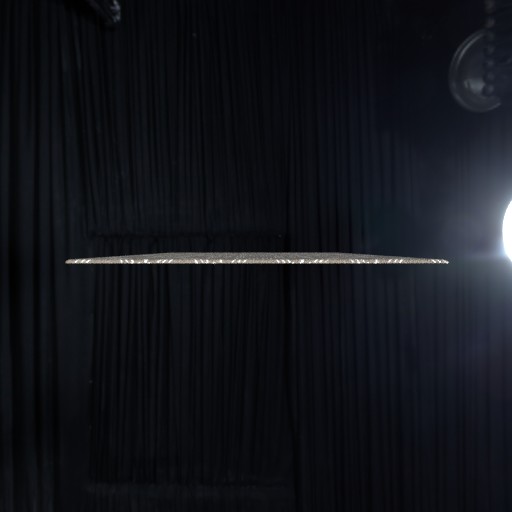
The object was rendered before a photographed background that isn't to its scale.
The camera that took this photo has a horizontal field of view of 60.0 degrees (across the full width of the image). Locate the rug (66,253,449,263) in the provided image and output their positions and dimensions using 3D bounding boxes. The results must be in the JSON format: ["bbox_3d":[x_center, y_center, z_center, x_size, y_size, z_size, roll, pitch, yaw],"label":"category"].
[{"bbox_3d":[0.000,0.000,2.343,1.239,0.012,1.836,0,1,0],"label":"rug"}]
